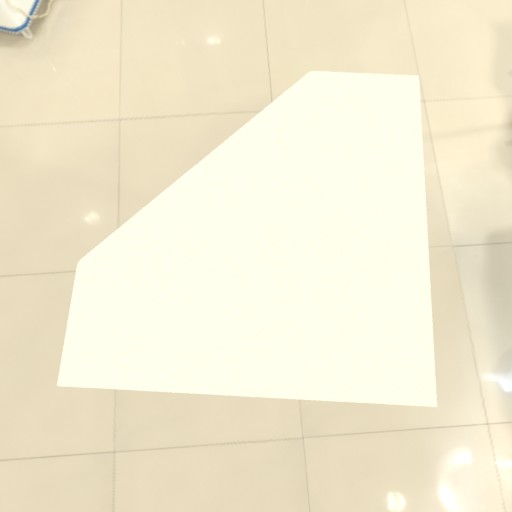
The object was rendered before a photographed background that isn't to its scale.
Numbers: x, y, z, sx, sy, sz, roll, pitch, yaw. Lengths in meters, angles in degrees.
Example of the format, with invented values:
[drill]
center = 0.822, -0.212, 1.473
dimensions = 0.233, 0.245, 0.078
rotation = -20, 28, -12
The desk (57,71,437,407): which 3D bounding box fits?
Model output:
[desk]
center = 0.000, 0.000, 1.598
dimensions = 0.926, 0.818, 0.940
rotation = 3, 74, 1
